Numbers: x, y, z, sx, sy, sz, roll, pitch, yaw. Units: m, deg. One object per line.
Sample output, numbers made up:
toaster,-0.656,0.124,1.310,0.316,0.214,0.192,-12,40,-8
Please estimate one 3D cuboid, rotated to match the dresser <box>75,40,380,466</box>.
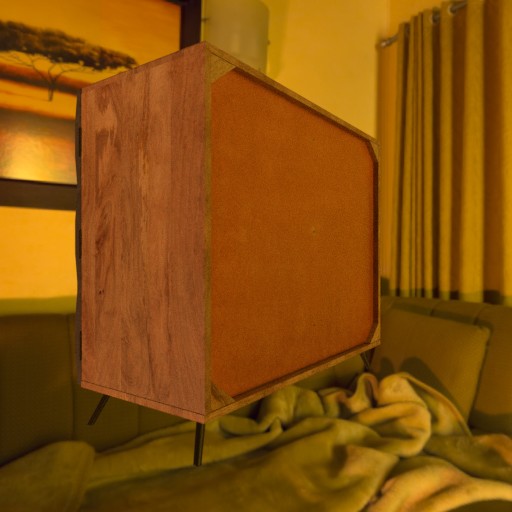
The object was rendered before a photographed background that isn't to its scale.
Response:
dresser,0.000,0.000,1.387,0.446,0.847,0.967,0,0,36
